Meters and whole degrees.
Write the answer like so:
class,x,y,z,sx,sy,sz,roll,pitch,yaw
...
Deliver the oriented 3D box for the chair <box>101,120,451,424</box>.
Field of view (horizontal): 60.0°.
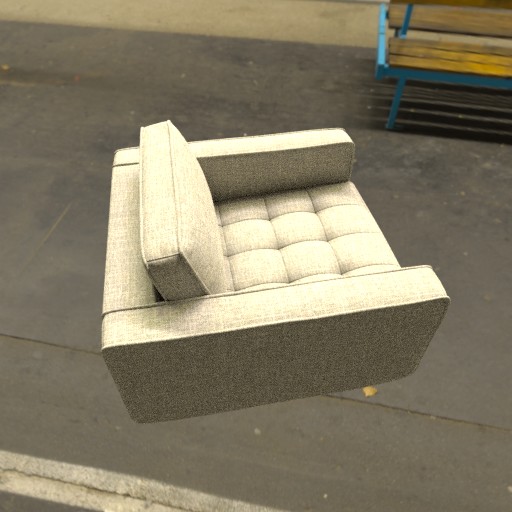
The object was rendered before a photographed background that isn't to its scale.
class,x,y,z,sx,sy,sz,roll,pitch,yaw
chair,0.000,0.000,1.528,0.914,0.765,0.889,-8,46,-7
